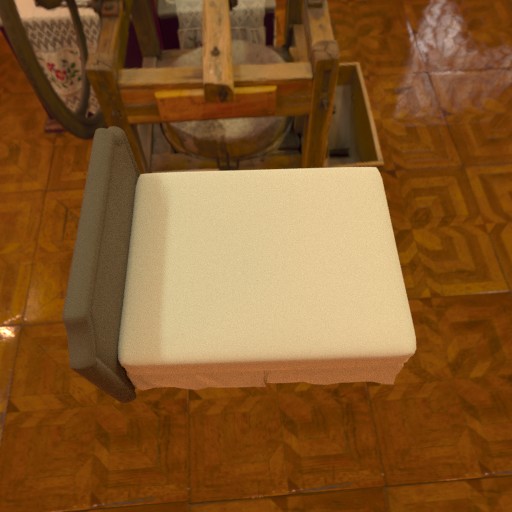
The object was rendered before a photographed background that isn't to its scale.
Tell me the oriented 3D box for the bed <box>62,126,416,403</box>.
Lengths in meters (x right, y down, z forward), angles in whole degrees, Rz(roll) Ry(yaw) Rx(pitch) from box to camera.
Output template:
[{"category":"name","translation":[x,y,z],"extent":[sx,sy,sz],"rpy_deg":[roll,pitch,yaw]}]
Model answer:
[{"category":"bed","translation":[0.000,0.000,3.296],"extent":[2.181,1.297,1.831],"rpy_deg":[-2,62,-1]}]
